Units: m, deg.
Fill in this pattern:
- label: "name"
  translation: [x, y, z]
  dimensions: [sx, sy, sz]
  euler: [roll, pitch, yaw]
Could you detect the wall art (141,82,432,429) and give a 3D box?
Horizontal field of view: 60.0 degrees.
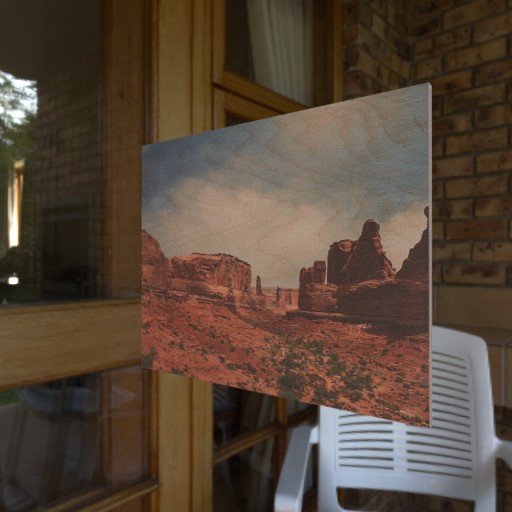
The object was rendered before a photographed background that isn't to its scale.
- label: "wall art"
  translation: [0.000, 0.000, 0.672]
  dimensions: [0.508, 0.406, 0.013]
  euler: [0, 0, 35]
